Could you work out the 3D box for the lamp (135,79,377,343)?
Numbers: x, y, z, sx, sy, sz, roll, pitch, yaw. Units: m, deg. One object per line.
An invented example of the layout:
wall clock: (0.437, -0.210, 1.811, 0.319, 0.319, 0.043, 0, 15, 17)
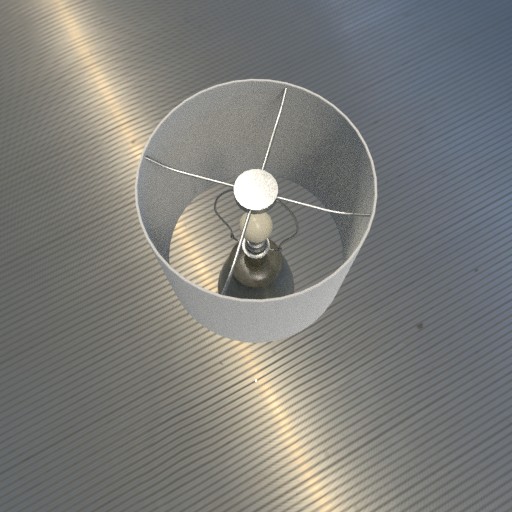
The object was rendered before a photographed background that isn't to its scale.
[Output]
lamp: (0.000, 0.000, 0.477, 0.186, 0.369, 0.186, 0, 74, 0)
